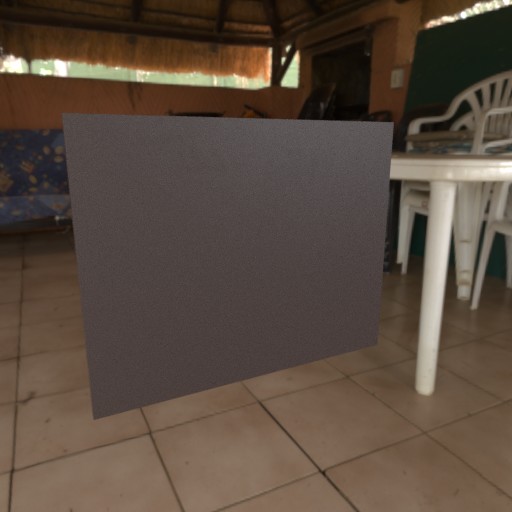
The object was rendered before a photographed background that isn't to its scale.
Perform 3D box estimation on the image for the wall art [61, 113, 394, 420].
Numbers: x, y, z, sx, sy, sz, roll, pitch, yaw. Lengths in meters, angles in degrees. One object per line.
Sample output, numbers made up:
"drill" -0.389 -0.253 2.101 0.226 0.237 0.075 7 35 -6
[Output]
"wall art" 0.000 0.000 1.608 1.207 0.952 0.034 -7 16 -27
